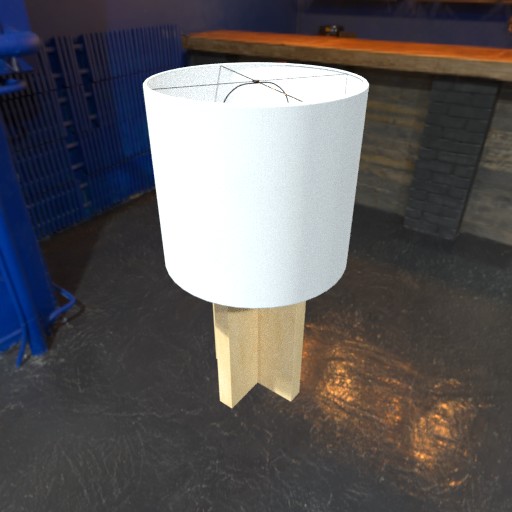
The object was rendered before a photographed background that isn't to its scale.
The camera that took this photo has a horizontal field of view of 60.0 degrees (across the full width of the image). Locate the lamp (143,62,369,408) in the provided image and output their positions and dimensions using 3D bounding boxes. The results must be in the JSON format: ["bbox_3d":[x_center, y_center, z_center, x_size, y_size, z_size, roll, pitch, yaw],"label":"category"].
[{"bbox_3d":[0.000,0.000,0.569,0.229,0.428,0.229,21,38,31],"label":"lamp"}]
